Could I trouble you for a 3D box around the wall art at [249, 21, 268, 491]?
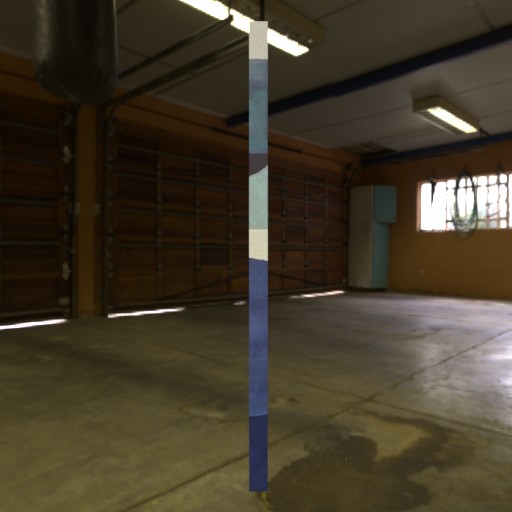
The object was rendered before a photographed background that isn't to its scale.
[{"bbox_3d":[0.000,0.000,0.807,0.026,0.613,0.458,0,0,-1],"label":"wall art"}]
